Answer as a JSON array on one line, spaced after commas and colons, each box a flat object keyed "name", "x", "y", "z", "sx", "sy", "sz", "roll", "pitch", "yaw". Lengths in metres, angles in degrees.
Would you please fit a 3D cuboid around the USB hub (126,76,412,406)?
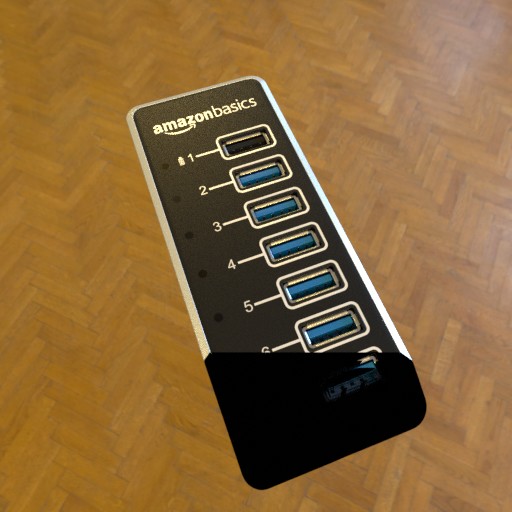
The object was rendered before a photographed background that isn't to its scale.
[{"name": "USB hub", "x": 0.000, "y": 0.000, "z": 0.123, "sx": 0.044, "sy": 0.023, "sz": 0.110, "roll": -19, "pitch": 66, "yaw": -9}]
